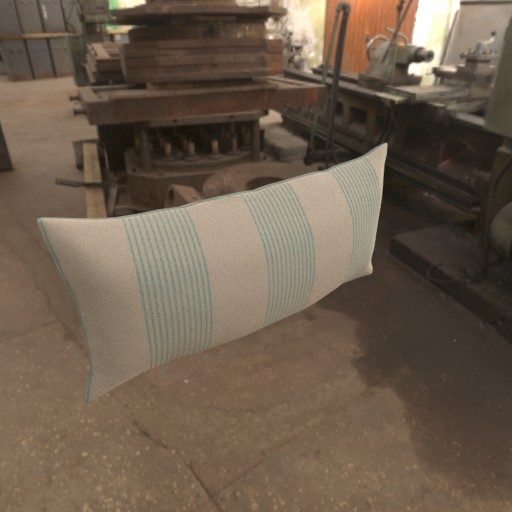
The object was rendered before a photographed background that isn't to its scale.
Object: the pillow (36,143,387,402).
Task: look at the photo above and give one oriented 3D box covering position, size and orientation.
[{"bbox_3d":[0.000,0.000,0.726,0.610,0.287,0.151,-19,34,-31],"label":"pillow"}]
